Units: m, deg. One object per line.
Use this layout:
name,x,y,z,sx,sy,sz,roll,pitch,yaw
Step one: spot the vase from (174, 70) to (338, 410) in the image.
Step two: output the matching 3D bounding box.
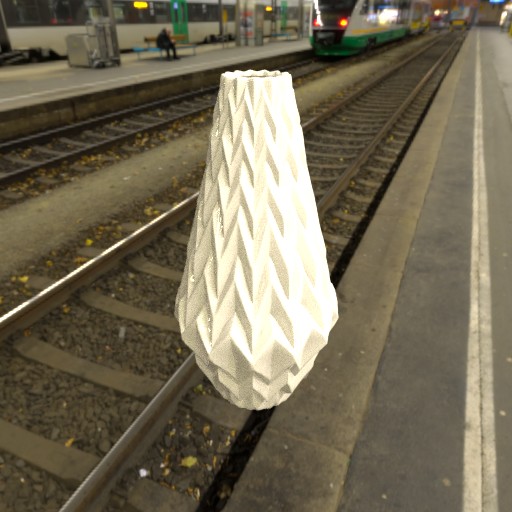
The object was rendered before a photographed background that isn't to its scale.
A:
vase,0.000,0.000,0.429,0.167,0.328,0.167,0,29,0
